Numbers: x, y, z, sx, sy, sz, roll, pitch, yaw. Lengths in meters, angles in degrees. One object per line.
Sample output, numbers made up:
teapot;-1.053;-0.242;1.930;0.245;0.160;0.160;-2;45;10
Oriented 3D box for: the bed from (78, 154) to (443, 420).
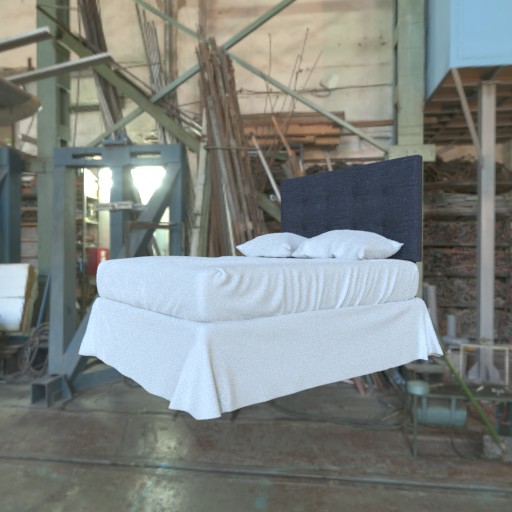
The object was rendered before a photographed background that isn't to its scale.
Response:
bed;0.000;0.000;3.477;2.222;1.577;1.936;-1;1;-37
